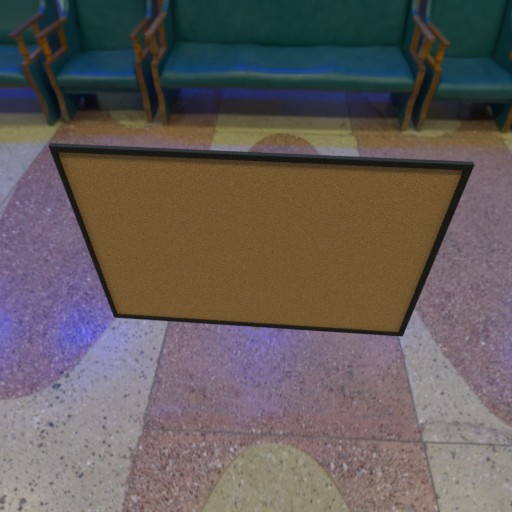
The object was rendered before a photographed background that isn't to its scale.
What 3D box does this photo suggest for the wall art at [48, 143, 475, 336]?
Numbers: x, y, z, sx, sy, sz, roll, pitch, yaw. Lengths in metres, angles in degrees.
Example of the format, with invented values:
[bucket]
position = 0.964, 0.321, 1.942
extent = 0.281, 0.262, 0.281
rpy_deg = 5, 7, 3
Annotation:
[wall art]
position = 0.000, 0.000, 1.242
extent = 0.963, 0.665, 0.013
rpy_deg = 3, 46, 3
